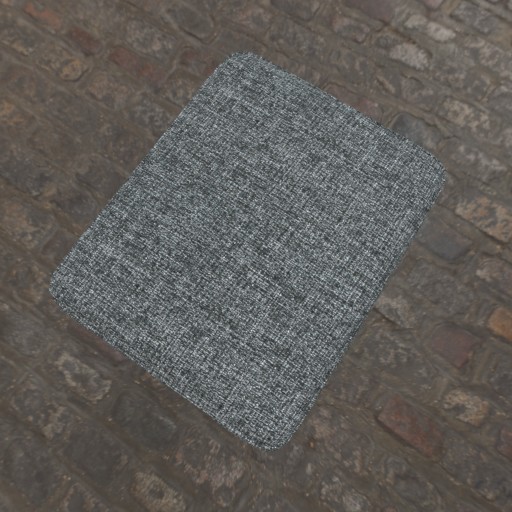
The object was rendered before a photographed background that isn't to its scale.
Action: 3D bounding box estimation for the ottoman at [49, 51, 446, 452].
[{"bbox_3d":[0.000,0.000,1.113,0.589,0.537,0.738,33,78,8],"label":"ottoman"}]
